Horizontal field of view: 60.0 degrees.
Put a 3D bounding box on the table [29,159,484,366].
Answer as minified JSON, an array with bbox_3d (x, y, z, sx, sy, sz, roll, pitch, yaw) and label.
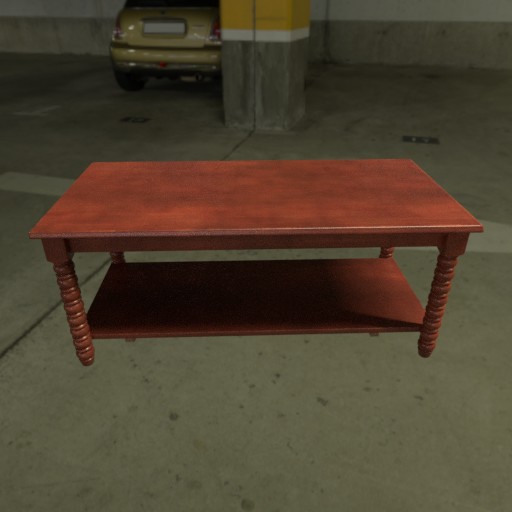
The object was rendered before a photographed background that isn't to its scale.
[{"bbox_3d":[0.000,0.000,1.498,1.171,0.485,0.580,-1,30,-2],"label":"table"}]
